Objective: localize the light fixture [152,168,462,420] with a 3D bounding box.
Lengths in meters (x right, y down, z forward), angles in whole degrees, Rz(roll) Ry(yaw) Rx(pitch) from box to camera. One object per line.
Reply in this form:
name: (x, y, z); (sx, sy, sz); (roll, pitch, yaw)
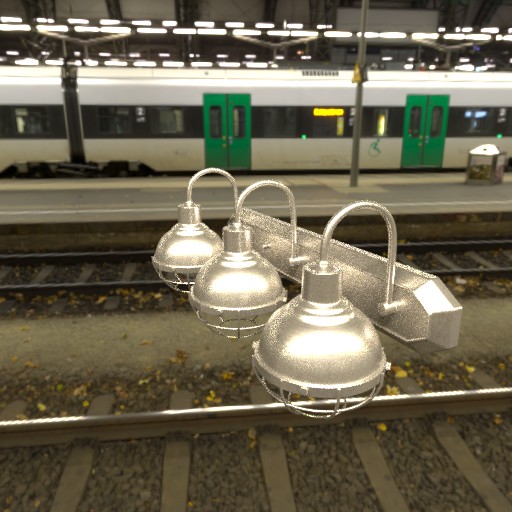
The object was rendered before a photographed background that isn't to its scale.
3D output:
light fixture: (0.000, 0.000, 0.749); (0.229, 0.254, 0.634); (-8, 18, -26)
